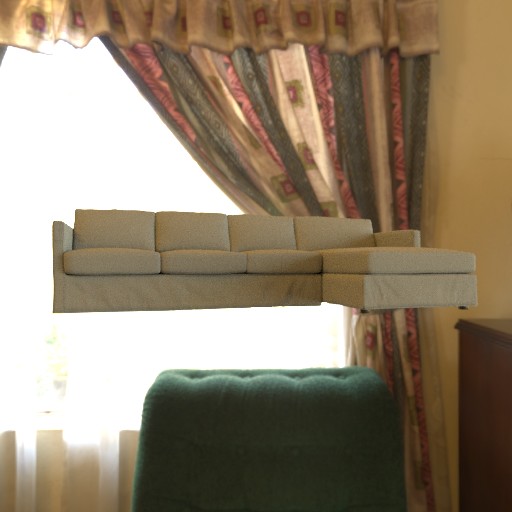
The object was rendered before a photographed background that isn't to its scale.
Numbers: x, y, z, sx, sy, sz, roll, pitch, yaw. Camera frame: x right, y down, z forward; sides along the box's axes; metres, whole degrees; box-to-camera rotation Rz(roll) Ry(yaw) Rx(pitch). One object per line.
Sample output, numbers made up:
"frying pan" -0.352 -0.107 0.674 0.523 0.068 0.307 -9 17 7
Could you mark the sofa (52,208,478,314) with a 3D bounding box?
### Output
"sofa" 0.000 0.000 3.786 3.177 0.867 1.622 0 -1 -17
